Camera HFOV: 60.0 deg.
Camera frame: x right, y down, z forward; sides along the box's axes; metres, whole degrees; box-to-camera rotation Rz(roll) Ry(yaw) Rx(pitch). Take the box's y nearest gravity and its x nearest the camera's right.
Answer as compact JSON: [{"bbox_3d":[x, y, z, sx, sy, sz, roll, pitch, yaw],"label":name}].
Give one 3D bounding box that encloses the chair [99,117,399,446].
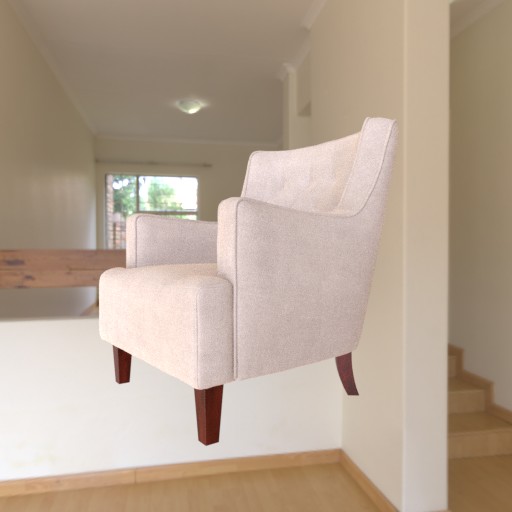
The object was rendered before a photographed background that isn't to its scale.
[{"bbox_3d":[0.000,0.000,1.579,0.910,0.920,0.781,-1,1,-36],"label":"chair"}]
